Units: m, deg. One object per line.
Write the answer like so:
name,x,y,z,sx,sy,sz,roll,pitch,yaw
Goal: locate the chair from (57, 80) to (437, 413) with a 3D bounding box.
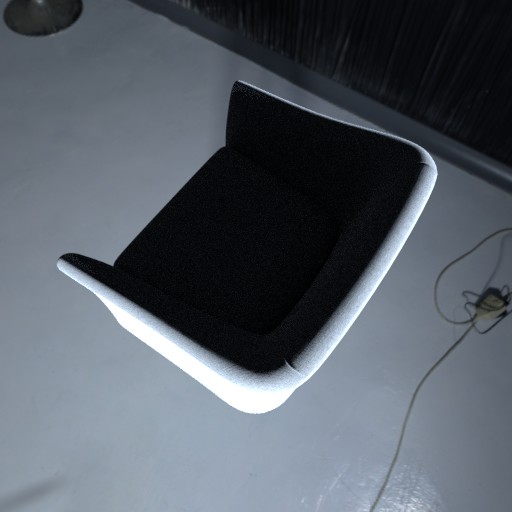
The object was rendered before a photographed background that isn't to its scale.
chair,0.000,0.000,1.353,0.700,0.720,0.790,32,68,15
